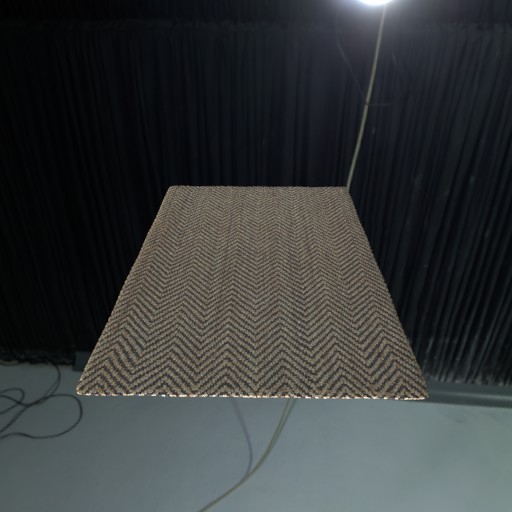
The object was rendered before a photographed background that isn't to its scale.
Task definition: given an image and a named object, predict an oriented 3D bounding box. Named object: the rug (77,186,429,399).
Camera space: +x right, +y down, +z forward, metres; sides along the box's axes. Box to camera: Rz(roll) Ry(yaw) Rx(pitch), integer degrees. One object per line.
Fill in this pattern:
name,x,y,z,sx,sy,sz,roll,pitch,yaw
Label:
rug,0.000,0.000,2.283,1.219,0.008,1.828,0,32,1
